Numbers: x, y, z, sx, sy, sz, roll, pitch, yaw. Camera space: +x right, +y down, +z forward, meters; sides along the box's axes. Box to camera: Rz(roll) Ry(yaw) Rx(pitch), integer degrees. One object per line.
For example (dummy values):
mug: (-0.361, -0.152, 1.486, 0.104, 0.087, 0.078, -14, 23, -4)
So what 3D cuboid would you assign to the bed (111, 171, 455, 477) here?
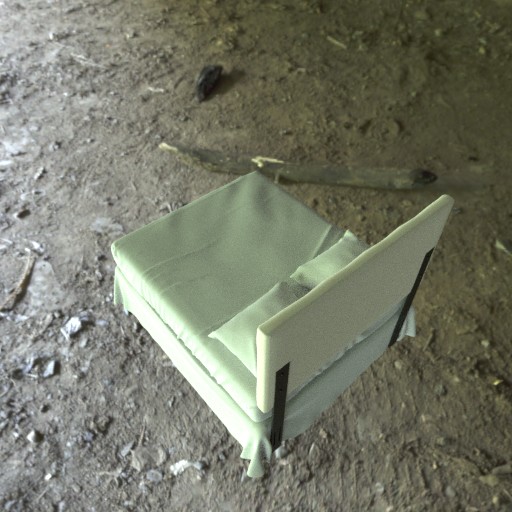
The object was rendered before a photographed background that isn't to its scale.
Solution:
bed: (0.000, 0.000, 3.568, 1.936, 1.577, 2.222, -32, 54, -27)
